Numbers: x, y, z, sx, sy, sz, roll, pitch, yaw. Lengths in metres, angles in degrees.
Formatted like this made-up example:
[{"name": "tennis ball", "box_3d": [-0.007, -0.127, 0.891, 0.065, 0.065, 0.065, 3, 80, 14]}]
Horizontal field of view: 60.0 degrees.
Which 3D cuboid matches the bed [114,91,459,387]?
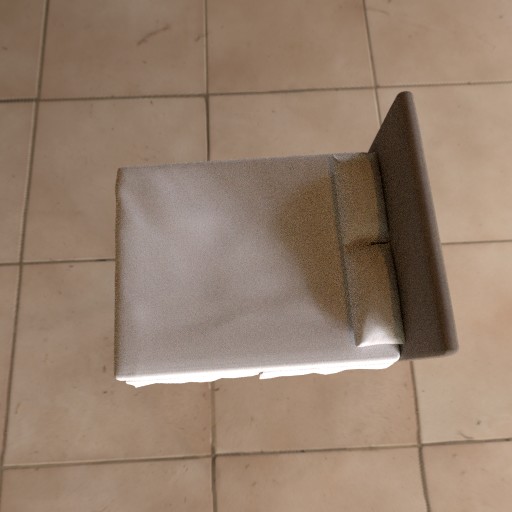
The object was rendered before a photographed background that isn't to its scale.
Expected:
[{"name": "bed", "box_3d": [0.000, 0.000, 3.196, 2.142, 1.330, 1.723, -4, 75, -1]}]
